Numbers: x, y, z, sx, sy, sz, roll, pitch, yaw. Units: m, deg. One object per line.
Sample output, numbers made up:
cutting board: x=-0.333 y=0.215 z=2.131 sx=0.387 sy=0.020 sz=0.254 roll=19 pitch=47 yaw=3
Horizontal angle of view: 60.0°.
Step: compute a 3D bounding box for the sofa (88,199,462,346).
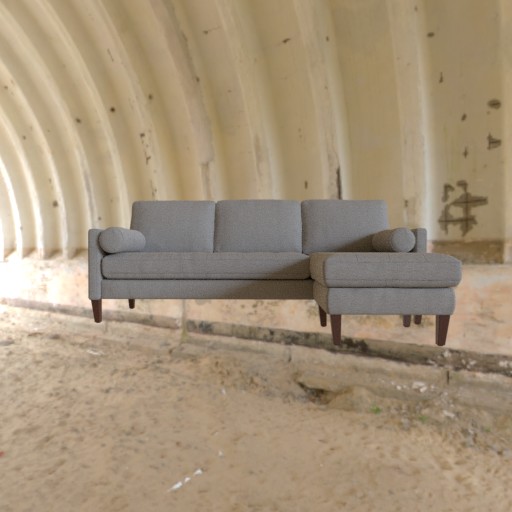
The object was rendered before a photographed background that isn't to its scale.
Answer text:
sofa: x=0.000 y=0.000 z=2.890 sx=2.178 sy=0.875 sz=1.506 roll=0 pitch=1 yaw=2
